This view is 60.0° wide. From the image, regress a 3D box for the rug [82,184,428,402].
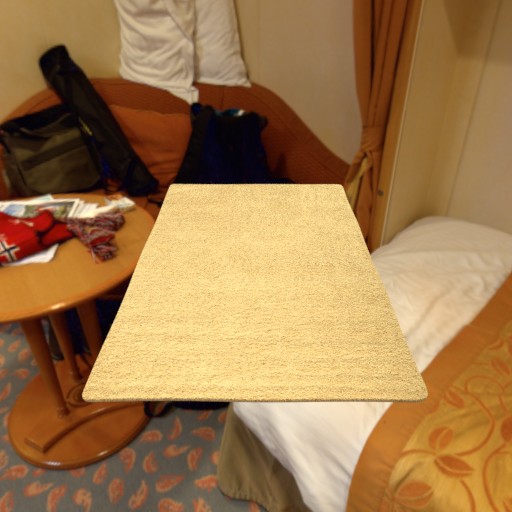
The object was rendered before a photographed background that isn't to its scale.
[{"bbox_3d":[0.000,0.000,2.890,1.500,0.025,2.349,0,32,0],"label":"rug"}]
